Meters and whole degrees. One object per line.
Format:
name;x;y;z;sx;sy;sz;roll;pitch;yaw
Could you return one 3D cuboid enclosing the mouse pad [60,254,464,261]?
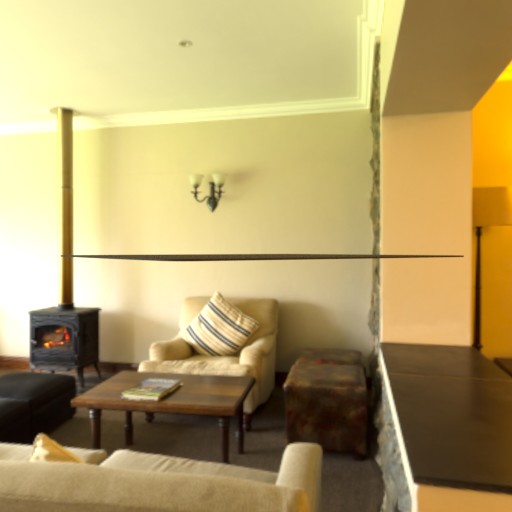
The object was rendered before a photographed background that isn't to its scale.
mouse pad;0.000;0.000;0.637;0.451;0.002;0.393;0;1;-37
